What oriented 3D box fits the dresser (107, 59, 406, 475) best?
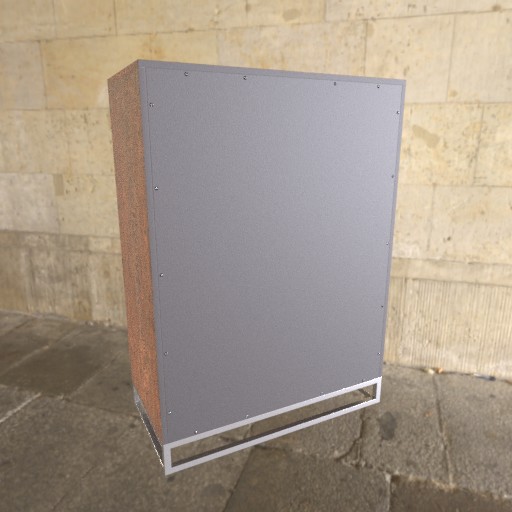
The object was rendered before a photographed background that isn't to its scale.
[{"bbox_3d":[0.000,0.000,1.776,0.965,1.321,0.508,-8,17,-26],"label":"dresser"}]
